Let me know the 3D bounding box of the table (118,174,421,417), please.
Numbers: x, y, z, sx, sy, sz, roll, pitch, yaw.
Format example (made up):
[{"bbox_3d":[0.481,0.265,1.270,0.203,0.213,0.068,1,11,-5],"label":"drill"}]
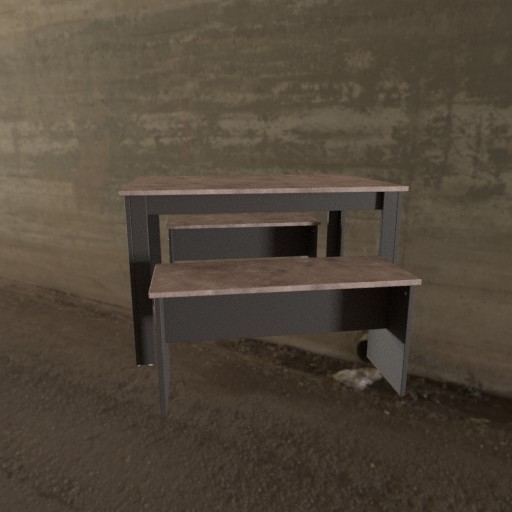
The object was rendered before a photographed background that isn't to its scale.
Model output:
[{"bbox_3d":[0.000,0.000,2.084,1.100,0.700,1.443,-2,14,-9],"label":"table"}]
